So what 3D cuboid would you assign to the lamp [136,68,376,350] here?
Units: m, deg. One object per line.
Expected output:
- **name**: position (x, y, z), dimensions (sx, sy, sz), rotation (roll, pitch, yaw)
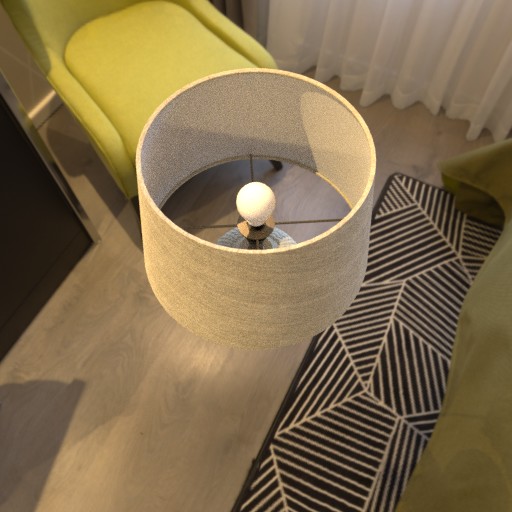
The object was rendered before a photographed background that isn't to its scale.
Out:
- **lamp**: position (0.000, 0.000, 0.825), dimensions (0.390, 0.580, 0.390), rotation (0, 62, 0)
